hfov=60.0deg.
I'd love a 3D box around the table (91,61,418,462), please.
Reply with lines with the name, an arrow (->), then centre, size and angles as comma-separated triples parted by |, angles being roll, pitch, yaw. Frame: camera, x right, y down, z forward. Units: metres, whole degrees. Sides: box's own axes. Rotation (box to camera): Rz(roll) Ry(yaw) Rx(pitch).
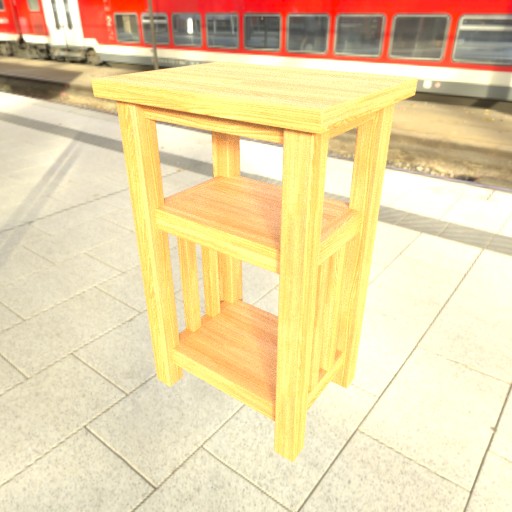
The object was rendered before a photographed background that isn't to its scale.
table -> 0.000, 0.000, 0.732 | 0.350, 0.550, 0.270 | 20, 35, 31
